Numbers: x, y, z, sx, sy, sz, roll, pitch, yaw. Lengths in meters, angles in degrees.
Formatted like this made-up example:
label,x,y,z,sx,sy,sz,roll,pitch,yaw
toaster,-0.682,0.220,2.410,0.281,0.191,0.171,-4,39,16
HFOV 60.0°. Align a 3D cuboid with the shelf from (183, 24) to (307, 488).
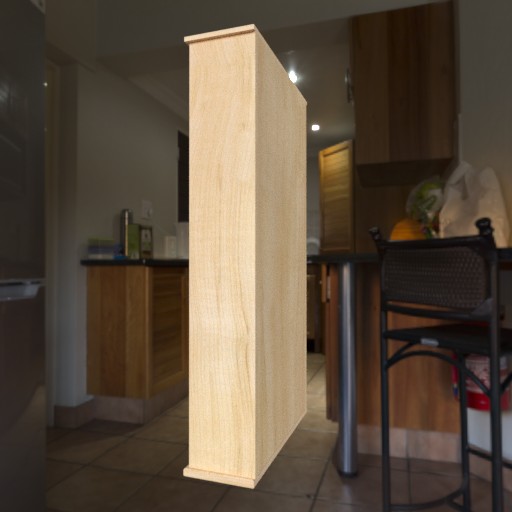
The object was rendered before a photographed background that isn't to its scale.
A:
label,x,y,z,sx,sy,sz,roll,pitch,yaw
shelf,0.000,0.000,1.252,0.175,1.030,0.520,0,0,19
